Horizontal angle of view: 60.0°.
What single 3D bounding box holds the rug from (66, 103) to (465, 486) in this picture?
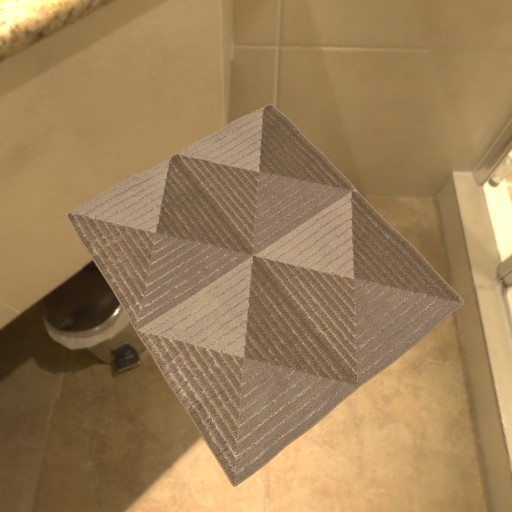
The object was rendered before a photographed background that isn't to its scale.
[{"bbox_3d":[0.000,0.000,0.900,0.551,0.008,0.642,-33,68,-15],"label":"rug"}]
